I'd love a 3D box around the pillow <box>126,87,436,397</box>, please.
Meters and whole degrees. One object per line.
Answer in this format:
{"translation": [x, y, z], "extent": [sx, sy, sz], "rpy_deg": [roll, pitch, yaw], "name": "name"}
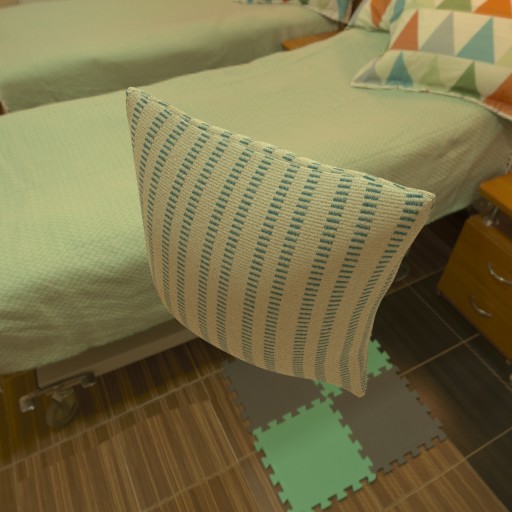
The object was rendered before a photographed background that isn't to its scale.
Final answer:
{"translation": [0.000, 0.000, 0.674], "extent": [0.438, 0.419, 0.247], "rpy_deg": [26, 51, 23], "name": "pillow"}
